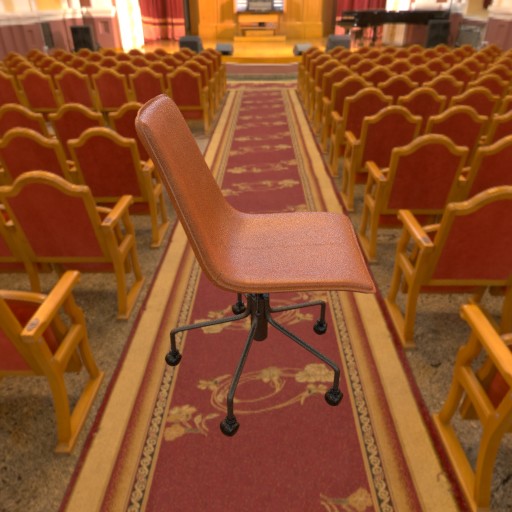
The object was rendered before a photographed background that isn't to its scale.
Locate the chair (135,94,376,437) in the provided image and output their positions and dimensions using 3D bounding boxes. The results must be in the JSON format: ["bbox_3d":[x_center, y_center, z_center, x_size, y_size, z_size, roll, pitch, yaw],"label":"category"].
[{"bbox_3d":[0.000,0.000,1.392,0.660,0.920,0.651,1,30,1],"label":"chair"}]
